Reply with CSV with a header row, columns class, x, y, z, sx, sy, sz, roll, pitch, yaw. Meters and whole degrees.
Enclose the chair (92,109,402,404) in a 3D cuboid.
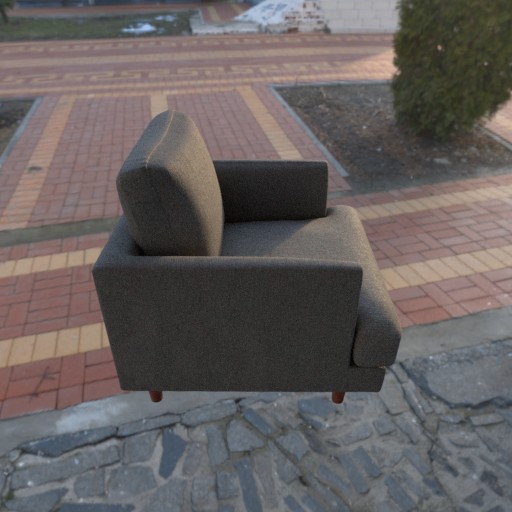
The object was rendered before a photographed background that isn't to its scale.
class,x,y,z,sx,sy,sz,roll,pitch,yaw
chair,0.000,0.000,1.659,0.899,0.957,0.858,0,33,0
